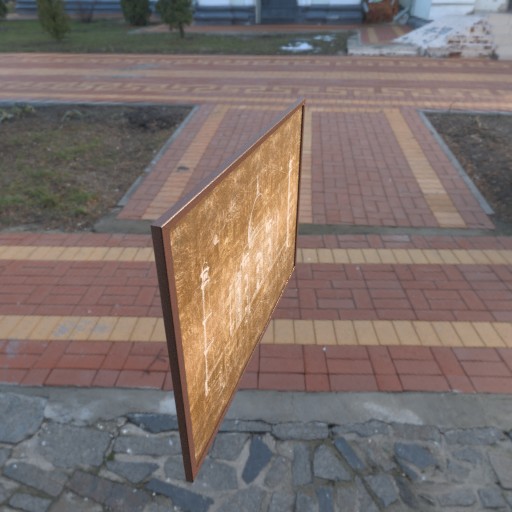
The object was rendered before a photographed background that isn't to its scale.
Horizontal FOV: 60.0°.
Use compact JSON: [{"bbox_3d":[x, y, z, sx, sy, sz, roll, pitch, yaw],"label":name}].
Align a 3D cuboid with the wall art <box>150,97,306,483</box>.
[{"bbox_3d":[0.000,0.000,0.849,0.014,0.455,0.660,10,33,16],"label":"wall art"}]
